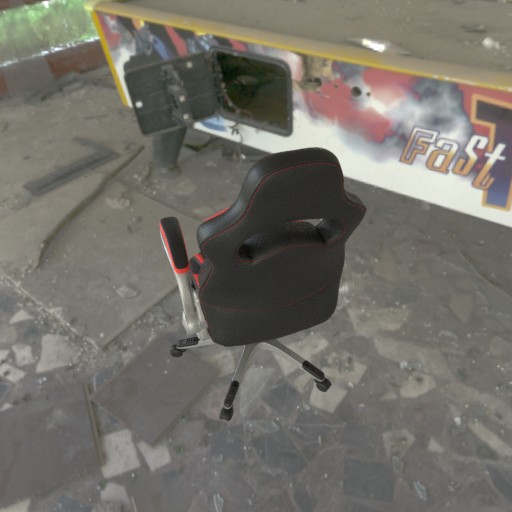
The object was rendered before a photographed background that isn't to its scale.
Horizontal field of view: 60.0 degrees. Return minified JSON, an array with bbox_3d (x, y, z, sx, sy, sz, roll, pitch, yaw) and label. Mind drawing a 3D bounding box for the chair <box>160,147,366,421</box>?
[{"bbox_3d":[0.000,0.000,1.667,0.758,1.165,0.712,-12,42,-14],"label":"chair"}]
